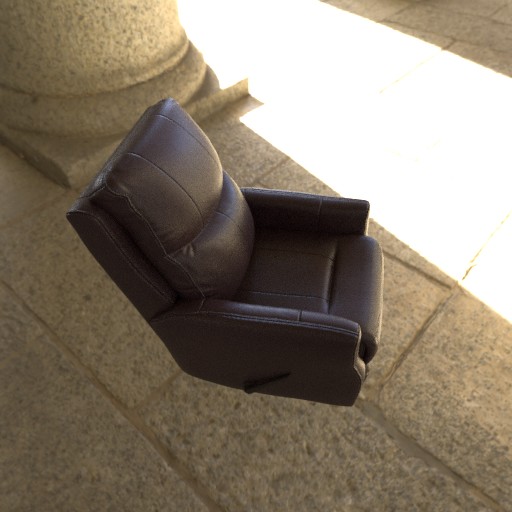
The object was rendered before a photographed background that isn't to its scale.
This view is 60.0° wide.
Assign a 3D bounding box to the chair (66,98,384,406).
[{"bbox_3d":[0.000,0.000,1.811,1.080,1.030,0.829,9,48,9],"label":"chair"}]
